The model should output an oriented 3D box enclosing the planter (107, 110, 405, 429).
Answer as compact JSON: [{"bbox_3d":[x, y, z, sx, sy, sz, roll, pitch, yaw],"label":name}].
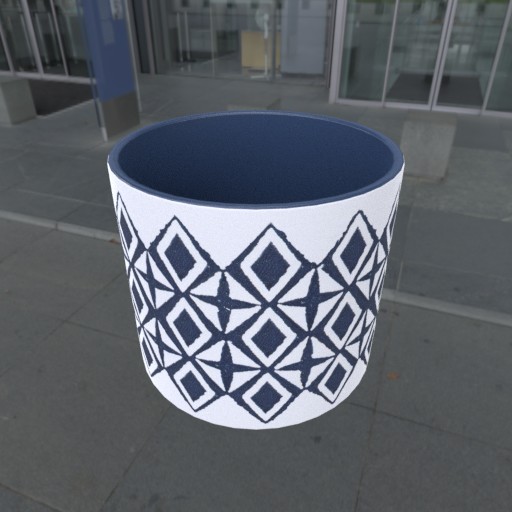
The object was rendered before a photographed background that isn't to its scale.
[{"bbox_3d":[0.000,0.000,0.398,0.224,0.203,0.224,0,32,0],"label":"planter"}]
